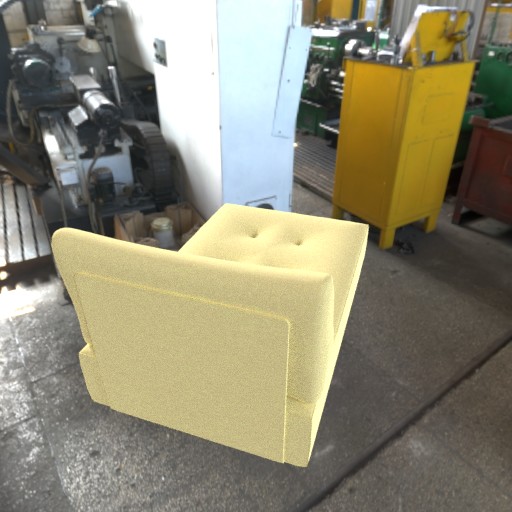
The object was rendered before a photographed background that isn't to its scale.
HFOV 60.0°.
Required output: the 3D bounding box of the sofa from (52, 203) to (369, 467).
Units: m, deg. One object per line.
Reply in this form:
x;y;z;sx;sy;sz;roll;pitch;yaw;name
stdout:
0.000;0.000;2.048;0.930;0.820;1.450;10;33;16;sofa
